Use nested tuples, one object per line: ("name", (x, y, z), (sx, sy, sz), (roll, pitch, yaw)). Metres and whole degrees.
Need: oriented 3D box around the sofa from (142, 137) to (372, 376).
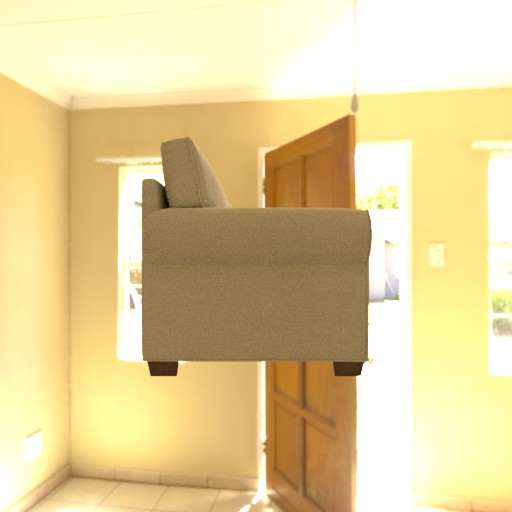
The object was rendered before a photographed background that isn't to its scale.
("sofa", (0.000, 0.000, 2.719), (0.901, 0.962, 2.146), (0, 0, 0))
